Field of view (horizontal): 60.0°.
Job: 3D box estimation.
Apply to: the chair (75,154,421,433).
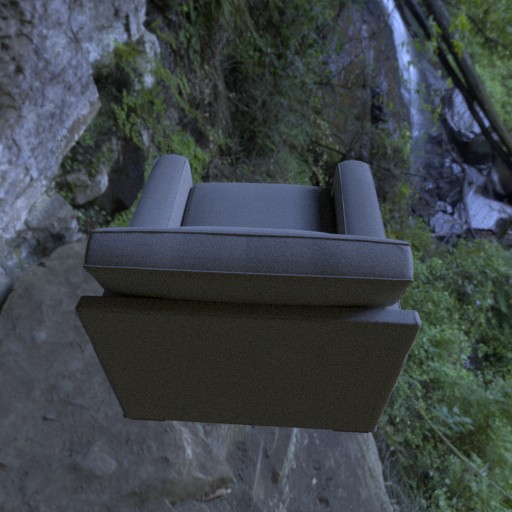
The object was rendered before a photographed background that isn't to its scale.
[{"bbox_3d":[0.000,0.000,1.805,0.999,0.934,1.044,2,45,2],"label":"chair"}]
